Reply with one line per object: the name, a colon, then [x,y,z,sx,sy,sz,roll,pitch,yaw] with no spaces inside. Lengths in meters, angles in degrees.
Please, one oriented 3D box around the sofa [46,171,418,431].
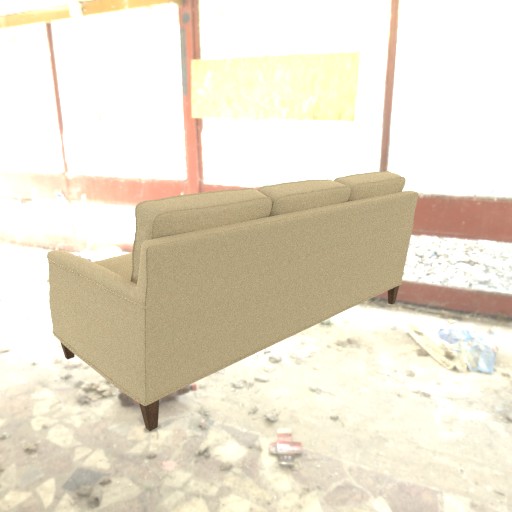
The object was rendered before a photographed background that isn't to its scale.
sofa: [0.000,0.000,2.826,2.246,1.003,1.084,-15,22,-42]
